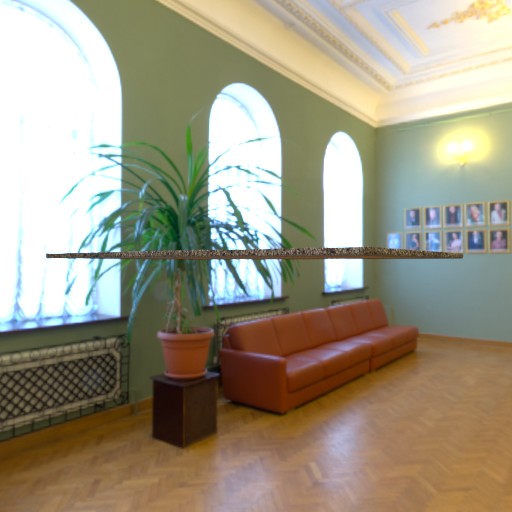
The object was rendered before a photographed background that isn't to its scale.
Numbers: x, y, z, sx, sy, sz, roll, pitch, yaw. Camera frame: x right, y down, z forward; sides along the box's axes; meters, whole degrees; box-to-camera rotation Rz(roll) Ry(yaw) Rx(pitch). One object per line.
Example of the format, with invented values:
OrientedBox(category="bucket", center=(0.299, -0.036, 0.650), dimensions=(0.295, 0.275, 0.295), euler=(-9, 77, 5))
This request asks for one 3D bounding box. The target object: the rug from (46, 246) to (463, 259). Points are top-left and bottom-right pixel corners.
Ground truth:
OrientedBox(category="rug", center=(0.000, 0.000, 2.116), dimensions=(1.601, 0.025, 1.198), euler=(-1, -1, 36))
